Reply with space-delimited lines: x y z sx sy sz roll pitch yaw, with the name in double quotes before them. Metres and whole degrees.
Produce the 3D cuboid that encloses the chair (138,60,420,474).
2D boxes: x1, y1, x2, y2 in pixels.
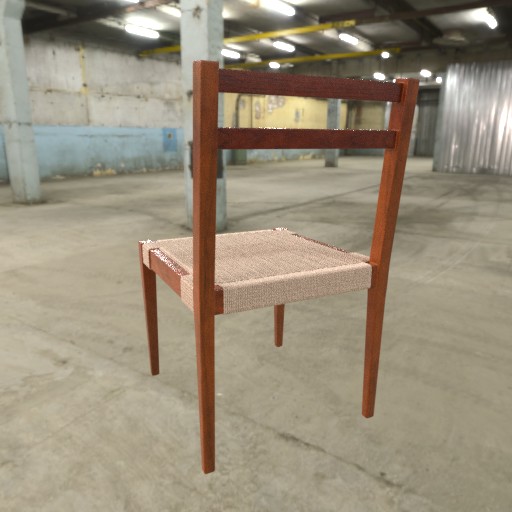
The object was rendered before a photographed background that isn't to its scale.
"chair" 0.000 0.000 1.178 0.495 0.851 0.569 -7 16 -26
